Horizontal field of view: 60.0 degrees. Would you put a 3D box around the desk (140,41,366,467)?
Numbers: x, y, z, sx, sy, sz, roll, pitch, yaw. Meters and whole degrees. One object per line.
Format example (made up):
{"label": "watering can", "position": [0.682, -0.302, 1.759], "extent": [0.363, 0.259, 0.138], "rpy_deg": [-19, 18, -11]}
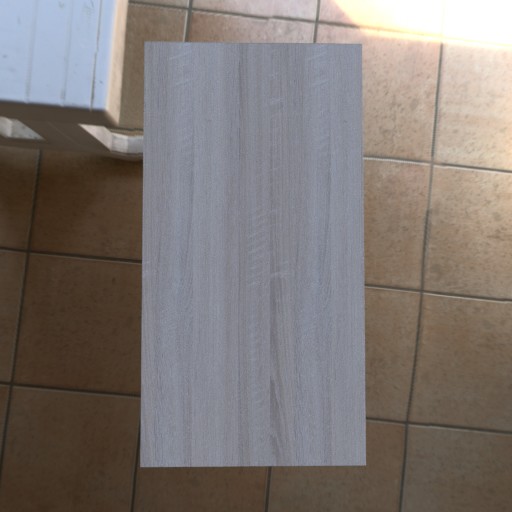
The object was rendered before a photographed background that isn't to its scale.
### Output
{"label": "desk", "position": [0.000, 0.000, 1.514], "extent": [0.600, 0.731, 1.100], "rpy_deg": [0, 88, -1]}
